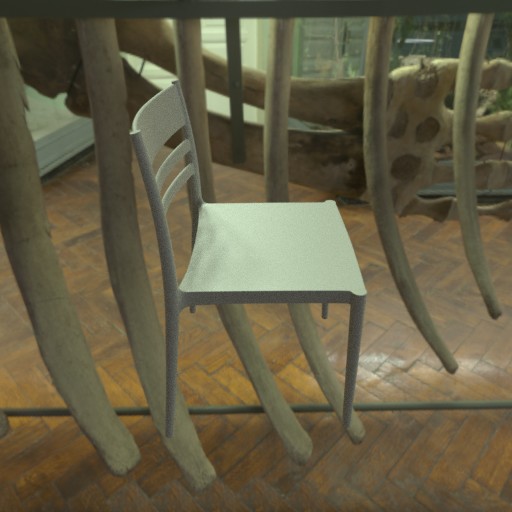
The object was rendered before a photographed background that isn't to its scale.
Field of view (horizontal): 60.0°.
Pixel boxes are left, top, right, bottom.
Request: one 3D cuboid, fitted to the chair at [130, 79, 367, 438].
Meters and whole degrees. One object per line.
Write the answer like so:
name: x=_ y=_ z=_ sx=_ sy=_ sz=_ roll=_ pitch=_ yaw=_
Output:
chair: x=0.000 y=0.000 z=1.175 sx=0.511 sy=0.800 sz=0.531 roll=0 pitch=32 yaw=0
